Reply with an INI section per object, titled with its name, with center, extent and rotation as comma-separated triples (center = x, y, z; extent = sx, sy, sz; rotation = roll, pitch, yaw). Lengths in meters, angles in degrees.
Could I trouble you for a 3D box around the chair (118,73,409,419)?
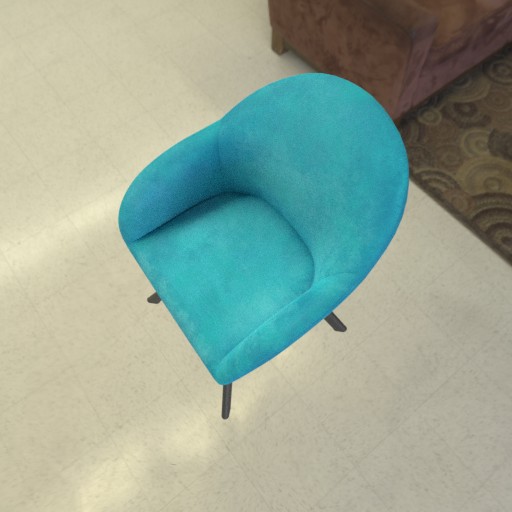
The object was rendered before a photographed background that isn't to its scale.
[chair]
center = 0.000, 0.000, 1.172
extent = 0.590, 0.795, 0.550
rotation = -33, 68, -15
